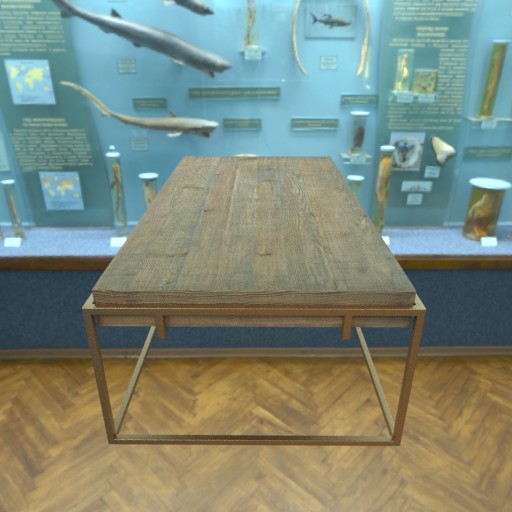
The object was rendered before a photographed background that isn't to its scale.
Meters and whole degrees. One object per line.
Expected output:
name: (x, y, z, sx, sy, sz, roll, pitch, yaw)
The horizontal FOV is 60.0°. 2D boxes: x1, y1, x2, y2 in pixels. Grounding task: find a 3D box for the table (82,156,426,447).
table: (0.000, 0.000, 1.706, 0.775, 0.468, 1.387, 0, 25, 0)
